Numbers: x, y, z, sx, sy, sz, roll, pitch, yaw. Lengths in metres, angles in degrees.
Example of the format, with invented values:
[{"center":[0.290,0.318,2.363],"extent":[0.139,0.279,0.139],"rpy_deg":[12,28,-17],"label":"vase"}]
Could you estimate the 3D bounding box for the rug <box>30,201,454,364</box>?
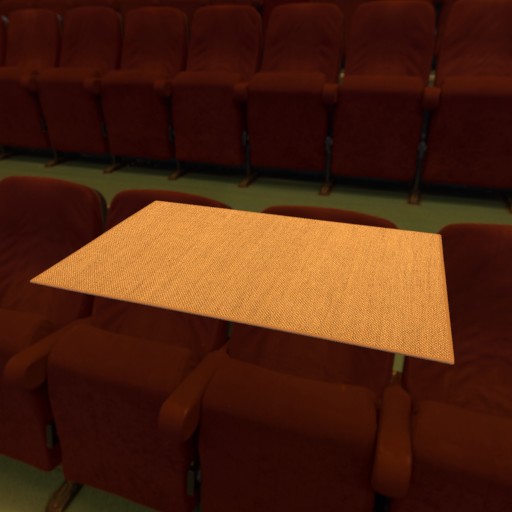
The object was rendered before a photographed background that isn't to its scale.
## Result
[{"center":[0.000,0.000,2.078],"extent":[1.668,0.012,1.061],"rpy_deg":[8,28,16],"label":"rug"}]
